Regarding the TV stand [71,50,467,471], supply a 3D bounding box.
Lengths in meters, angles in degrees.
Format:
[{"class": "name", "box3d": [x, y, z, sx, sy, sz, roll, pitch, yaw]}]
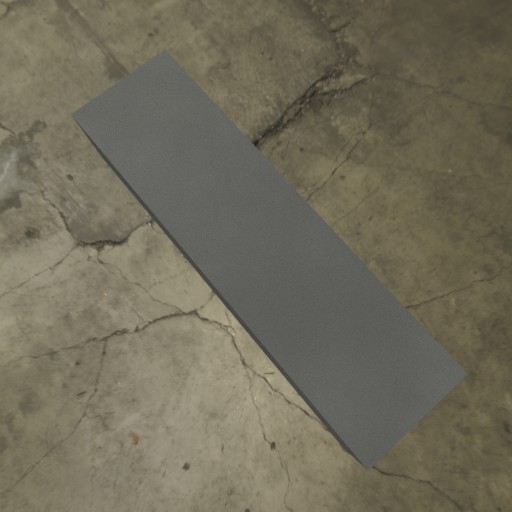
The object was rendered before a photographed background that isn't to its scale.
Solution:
[{"class": "TV stand", "box3d": [0.000, 0.000, 1.618, 0.400, 0.560, 1.400, -39, 79, -9]}]
